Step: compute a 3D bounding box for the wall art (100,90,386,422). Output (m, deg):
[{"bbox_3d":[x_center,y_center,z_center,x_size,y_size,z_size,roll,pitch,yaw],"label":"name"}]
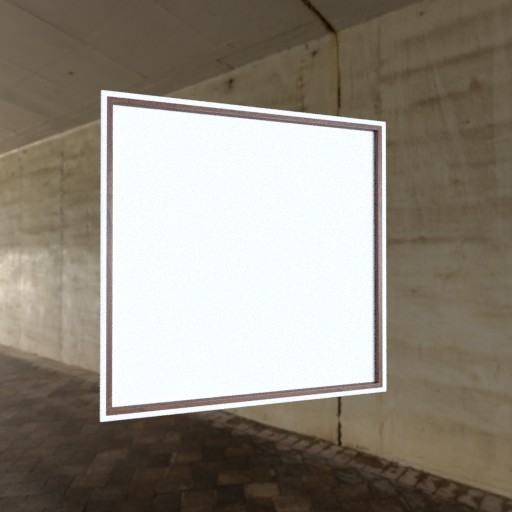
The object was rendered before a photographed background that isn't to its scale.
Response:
[{"bbox_3d":[0.000,0.000,1.524,1.009,1.009,0.049,0,-1,-18],"label":"wall art"}]
